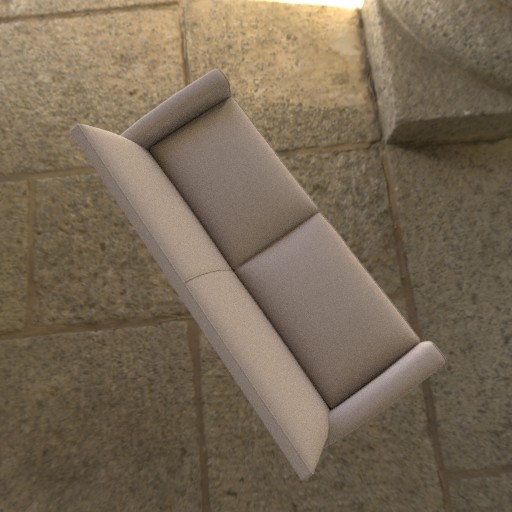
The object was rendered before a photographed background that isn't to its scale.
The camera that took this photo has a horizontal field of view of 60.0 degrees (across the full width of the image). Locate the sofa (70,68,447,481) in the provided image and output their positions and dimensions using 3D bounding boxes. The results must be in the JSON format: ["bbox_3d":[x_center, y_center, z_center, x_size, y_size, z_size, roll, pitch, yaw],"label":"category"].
[{"bbox_3d":[0.000,0.000,2.412,0.875,0.846,2.000,-34,79,-8],"label":"sofa"}]
